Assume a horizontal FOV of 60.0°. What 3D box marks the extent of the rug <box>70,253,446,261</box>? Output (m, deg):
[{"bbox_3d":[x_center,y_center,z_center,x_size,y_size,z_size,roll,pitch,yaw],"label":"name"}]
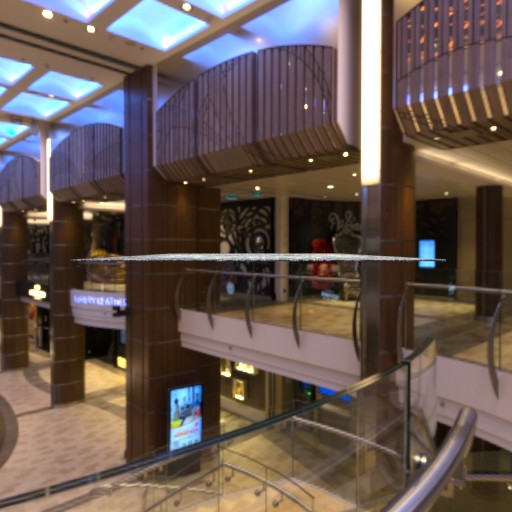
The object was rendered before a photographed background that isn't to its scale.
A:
[{"bbox_3d":[0.000,0.000,2.343,1.219,0.005,1.828,0,1,-1],"label":"rug"}]
